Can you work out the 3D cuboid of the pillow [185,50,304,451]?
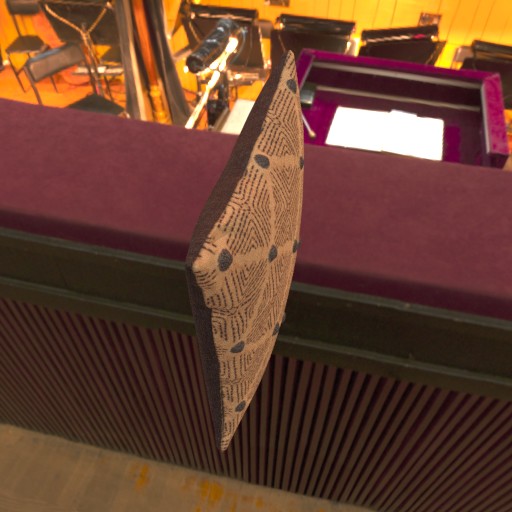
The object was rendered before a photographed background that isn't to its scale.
[{"bbox_3d":[0.000,0.000,0.778,0.145,0.510,0.510,10,49,9],"label":"pillow"}]
